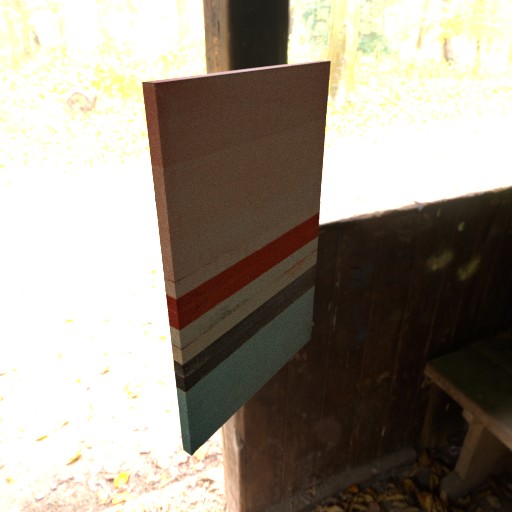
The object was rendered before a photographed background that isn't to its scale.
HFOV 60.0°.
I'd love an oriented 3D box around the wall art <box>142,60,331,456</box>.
[{"bbox_3d":[0.000,0.000,1.172,0.038,0.914,0.610,19,33,32],"label":"wall art"}]
